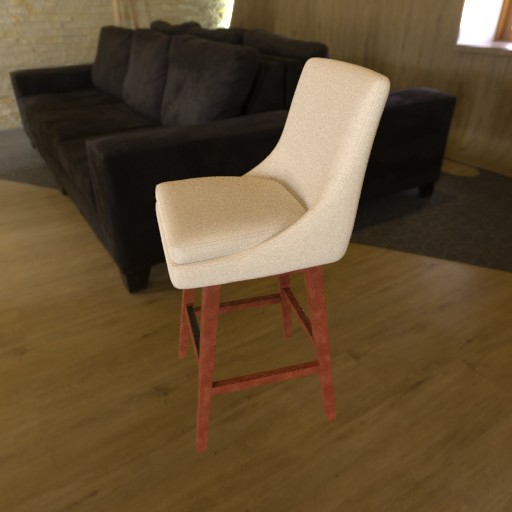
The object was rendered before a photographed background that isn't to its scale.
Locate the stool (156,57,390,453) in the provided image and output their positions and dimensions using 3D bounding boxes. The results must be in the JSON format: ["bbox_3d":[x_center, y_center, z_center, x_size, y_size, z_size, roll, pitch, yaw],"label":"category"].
[{"bbox_3d":[0.000,0.000,1.381,0.559,1.092,0.470,-8,31,-14],"label":"stool"}]
